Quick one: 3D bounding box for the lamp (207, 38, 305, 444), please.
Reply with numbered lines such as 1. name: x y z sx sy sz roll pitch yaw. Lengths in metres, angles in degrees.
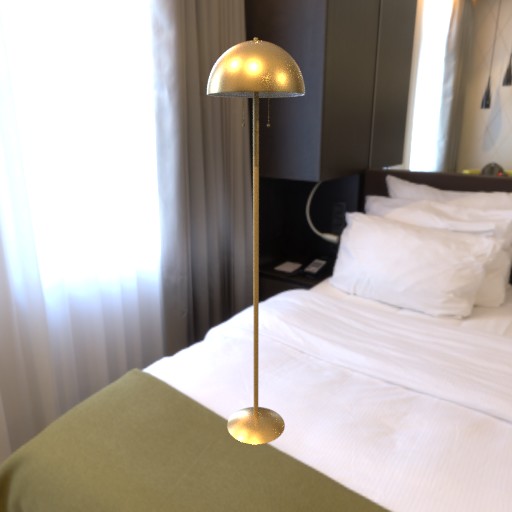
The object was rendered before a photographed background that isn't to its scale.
1. lamp: 0.000 0.000 1.654 0.328 1.480 0.328 2 17 7
